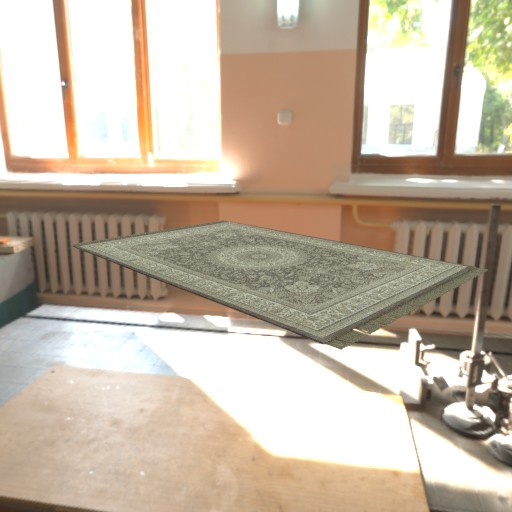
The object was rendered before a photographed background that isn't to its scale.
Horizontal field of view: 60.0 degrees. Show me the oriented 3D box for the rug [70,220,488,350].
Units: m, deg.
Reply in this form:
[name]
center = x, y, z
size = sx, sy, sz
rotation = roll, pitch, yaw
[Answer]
[rug]
center = 0.000, 0.000, 4.183
size = 2.143, 0.015, 3.422
rotation = -14, 20, -43
